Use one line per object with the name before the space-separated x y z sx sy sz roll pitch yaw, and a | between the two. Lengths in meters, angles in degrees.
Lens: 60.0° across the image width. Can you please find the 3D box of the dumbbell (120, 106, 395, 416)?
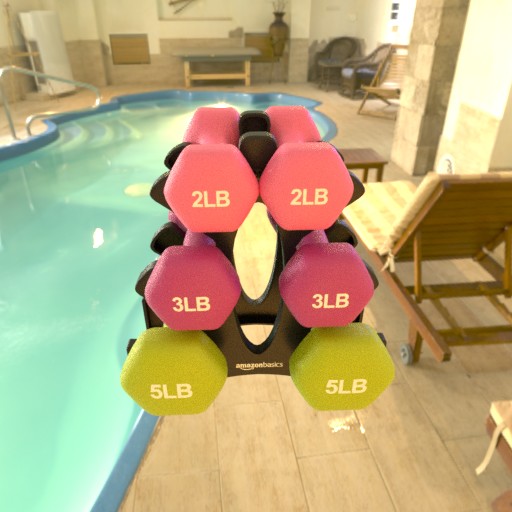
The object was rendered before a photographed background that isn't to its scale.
dumbbell | 0.000 0.000 0.439 0.257 0.261 0.203 -1 30 -2
